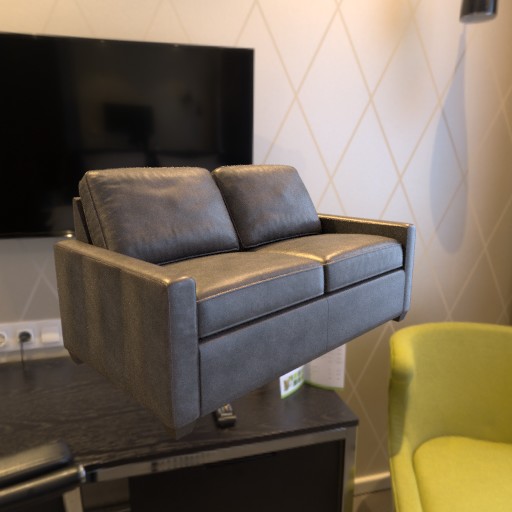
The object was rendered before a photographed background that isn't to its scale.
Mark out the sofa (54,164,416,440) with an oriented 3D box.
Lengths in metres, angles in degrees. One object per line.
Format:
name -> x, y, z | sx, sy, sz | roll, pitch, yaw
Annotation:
sofa -> 0.000, 0.000, 2.318 | 1.732, 0.916, 0.939 | -12, 18, -44
